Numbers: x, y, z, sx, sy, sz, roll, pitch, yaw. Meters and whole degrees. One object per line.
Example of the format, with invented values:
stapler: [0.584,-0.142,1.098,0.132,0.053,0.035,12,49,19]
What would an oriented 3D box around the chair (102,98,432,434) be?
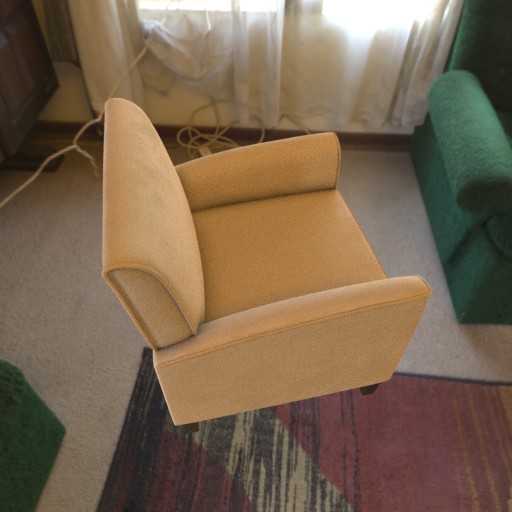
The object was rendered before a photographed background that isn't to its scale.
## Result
chair: [0.000,0.000,1.529,0.821,0.915,0.820,-9,48,-8]
